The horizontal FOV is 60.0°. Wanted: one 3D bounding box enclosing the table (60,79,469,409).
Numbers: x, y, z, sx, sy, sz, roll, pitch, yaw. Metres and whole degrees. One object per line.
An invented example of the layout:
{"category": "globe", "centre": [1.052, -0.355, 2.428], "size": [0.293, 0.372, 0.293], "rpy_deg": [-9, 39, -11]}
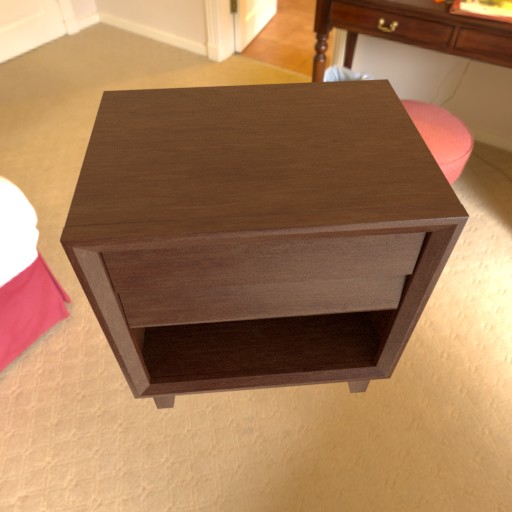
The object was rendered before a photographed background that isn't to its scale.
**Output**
{"category": "table", "centre": [0.000, 0.000, 0.975], "size": [0.557, 0.609, 0.449], "rpy_deg": [-4, 48, -3]}
